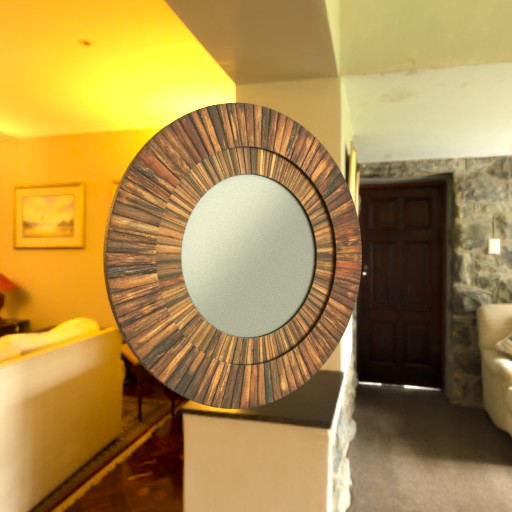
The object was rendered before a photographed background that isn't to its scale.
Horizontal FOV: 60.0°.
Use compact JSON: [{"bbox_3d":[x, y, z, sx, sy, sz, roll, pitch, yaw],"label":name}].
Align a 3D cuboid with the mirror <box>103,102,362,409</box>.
[{"bbox_3d":[0.000,0.000,1.601,1.077,1.077,0.036,0,0,-35],"label":"mirror"}]
